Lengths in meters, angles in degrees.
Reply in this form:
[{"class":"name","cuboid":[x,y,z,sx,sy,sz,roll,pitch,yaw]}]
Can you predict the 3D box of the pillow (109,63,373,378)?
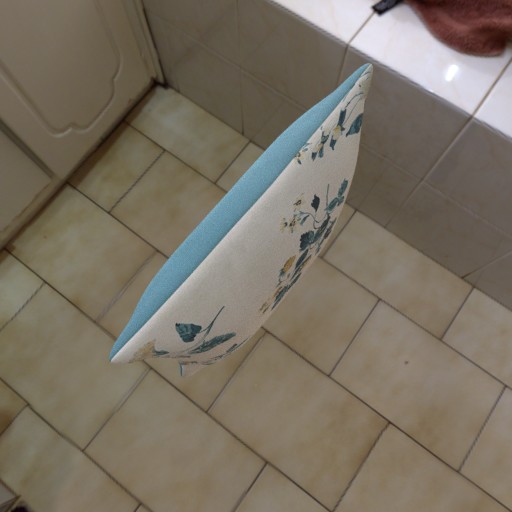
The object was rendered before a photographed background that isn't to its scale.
[{"class":"pillow","cuboid":[0.000,0.000,0.803,0.166,0.507,0.526,38,77,10]}]
